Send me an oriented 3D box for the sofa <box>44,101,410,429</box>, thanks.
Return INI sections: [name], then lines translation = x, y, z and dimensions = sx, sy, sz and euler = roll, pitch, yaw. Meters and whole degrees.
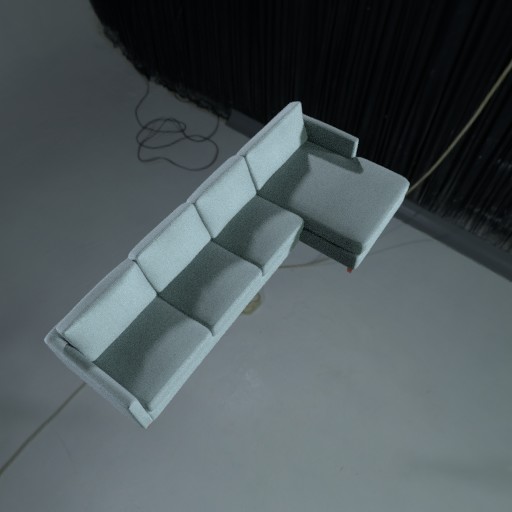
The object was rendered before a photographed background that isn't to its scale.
[sofa]
translation = 0.000, 0.000, 4.136
dimensions = 1.604, 0.950, 3.471
euler = 30, 61, 19
